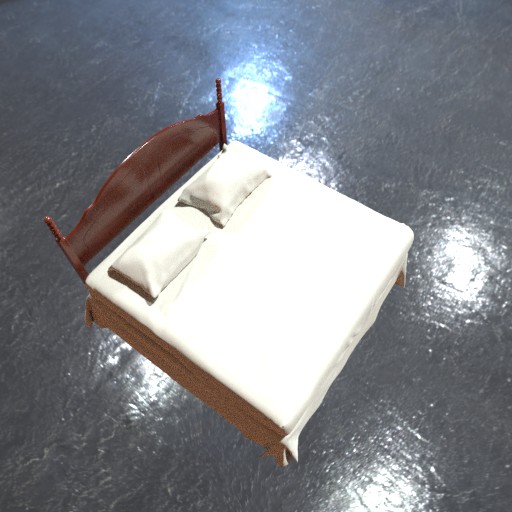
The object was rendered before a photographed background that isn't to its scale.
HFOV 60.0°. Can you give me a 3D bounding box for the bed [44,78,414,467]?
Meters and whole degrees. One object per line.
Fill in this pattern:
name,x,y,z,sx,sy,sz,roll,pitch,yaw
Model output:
bed,0.000,0.000,3.634,2.219,1.355,2.322,31,62,18
